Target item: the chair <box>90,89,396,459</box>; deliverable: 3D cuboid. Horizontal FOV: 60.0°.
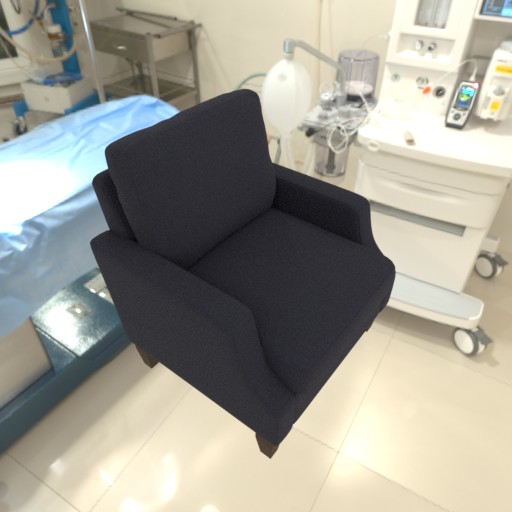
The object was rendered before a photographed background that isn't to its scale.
[{"bbox_3d":[0.000,0.000,1.677,0.897,0.991,0.855,27,47,28],"label":"chair"}]
